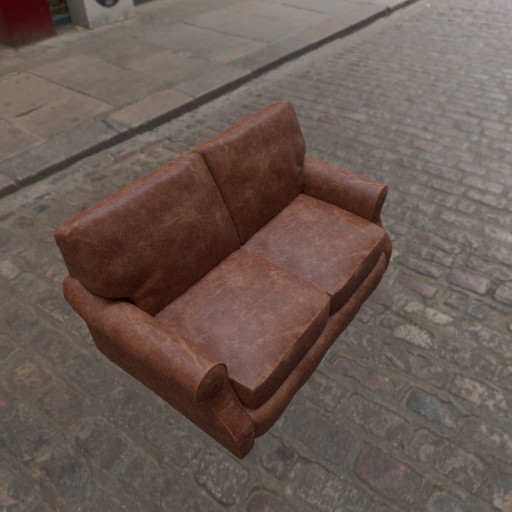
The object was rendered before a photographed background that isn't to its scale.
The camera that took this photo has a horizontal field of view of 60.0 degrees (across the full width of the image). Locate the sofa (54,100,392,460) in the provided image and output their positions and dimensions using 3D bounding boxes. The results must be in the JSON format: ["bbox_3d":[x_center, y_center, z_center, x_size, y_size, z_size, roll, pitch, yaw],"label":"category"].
[{"bbox_3d":[0.000,0.000,2.214,0.990,0.967,1.616,26,48,26],"label":"sofa"}]
